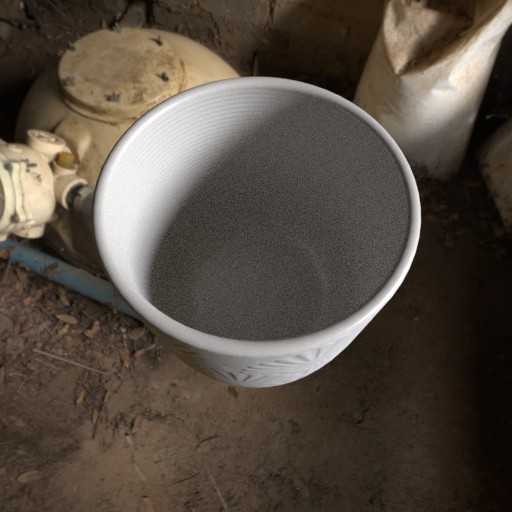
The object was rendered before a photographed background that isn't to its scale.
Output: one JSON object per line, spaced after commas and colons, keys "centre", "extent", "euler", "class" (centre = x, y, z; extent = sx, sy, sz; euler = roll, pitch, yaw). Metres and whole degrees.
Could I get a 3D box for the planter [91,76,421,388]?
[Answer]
{"centre": [0.000, 0.000, 0.216], "extent": [0.124, 0.109, 0.124], "euler": [0, 64, 0], "class": "planter"}
